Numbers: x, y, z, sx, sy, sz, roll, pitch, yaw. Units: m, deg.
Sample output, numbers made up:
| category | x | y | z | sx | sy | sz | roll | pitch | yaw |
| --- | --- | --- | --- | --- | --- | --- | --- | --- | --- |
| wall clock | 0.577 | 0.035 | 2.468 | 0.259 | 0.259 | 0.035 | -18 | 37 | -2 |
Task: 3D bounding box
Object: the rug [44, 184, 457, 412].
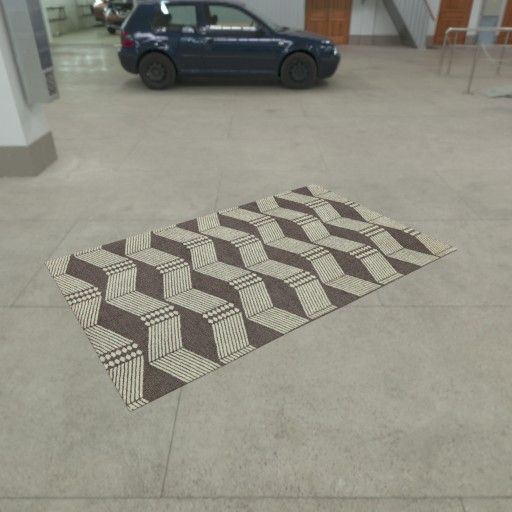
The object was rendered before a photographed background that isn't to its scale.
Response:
| category | x | y | z | sx | sy | sz | roll | pitch | yaw |
| --- | --- | --- | --- | --- | --- | --- | --- | --- | --- |
| rug | 0.000 | 0.000 | 3.070 | 2.435 | 0.011 | 1.517 | -20 | 36 | -30 |
